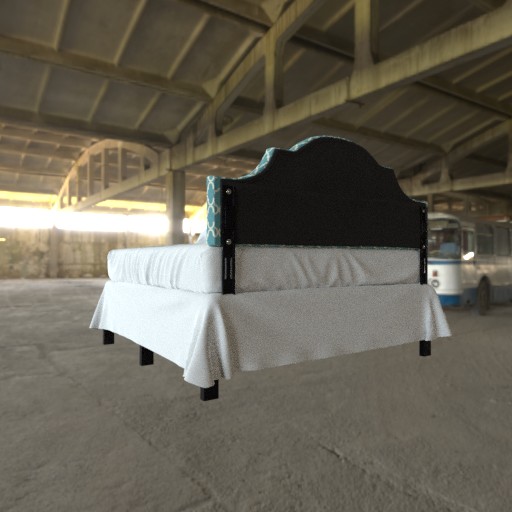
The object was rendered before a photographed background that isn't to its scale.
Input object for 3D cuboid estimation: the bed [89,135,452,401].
[{"bbox_3d":[0.000,0.000,3.785,2.314,1.601,2.222,0,0,-34],"label":"bed"}]
